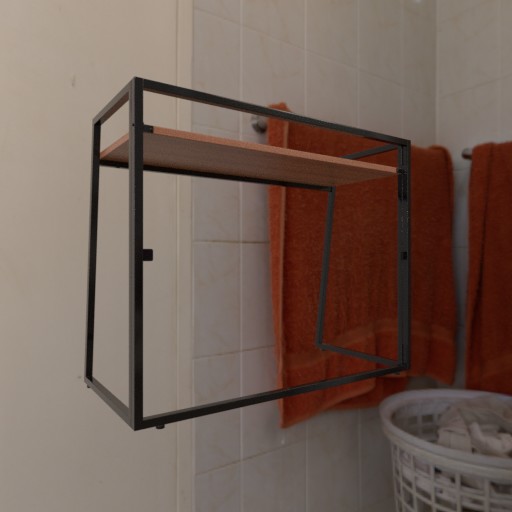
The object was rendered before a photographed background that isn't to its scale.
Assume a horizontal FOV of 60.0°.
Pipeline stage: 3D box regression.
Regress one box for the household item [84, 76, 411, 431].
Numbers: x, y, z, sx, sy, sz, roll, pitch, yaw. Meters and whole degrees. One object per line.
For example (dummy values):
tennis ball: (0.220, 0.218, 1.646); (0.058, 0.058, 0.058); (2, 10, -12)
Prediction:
household item: (0.000, 0.000, 1.564); (1.050, 0.860, 0.510); (0, 0, -34)
